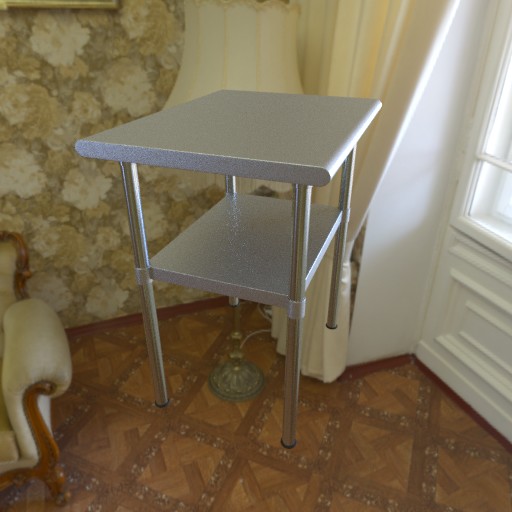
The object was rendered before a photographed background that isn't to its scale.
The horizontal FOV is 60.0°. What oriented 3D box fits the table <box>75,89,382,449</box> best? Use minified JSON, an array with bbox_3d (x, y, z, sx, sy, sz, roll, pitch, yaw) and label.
[{"bbox_3d":[0.000,0.000,1.422,0.584,0.876,0.762,10,31,18],"label":"table"}]
